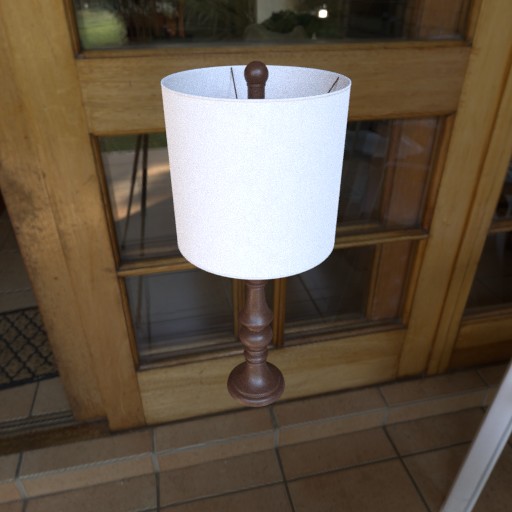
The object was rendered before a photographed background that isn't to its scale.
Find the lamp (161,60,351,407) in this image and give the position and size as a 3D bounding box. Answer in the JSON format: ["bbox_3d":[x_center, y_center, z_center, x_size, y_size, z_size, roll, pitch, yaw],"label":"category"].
[{"bbox_3d":[0.000,0.000,0.735,0.250,0.597,0.250,-10,33,-16],"label":"lamp"}]
